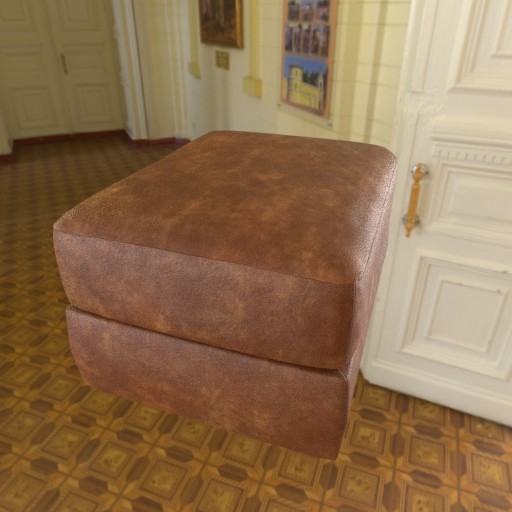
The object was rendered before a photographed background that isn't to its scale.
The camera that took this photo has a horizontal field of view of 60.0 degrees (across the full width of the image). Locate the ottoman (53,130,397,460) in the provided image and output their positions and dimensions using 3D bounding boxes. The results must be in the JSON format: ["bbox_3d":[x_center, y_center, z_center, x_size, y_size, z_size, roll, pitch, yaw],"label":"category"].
[{"bbox_3d":[0.000,0.000,1.116,0.603,0.476,0.751,10,31,17],"label":"ottoman"}]
